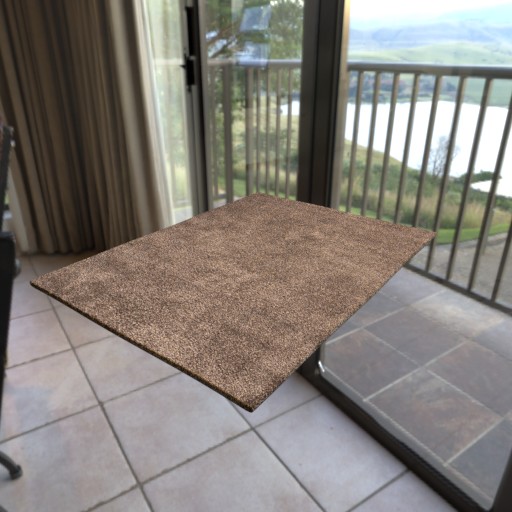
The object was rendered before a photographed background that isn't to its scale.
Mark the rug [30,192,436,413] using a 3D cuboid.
[{"bbox_3d":[0.000,0.000,2.122,1.198,0.025,1.601,18,31,33],"label":"rug"}]
